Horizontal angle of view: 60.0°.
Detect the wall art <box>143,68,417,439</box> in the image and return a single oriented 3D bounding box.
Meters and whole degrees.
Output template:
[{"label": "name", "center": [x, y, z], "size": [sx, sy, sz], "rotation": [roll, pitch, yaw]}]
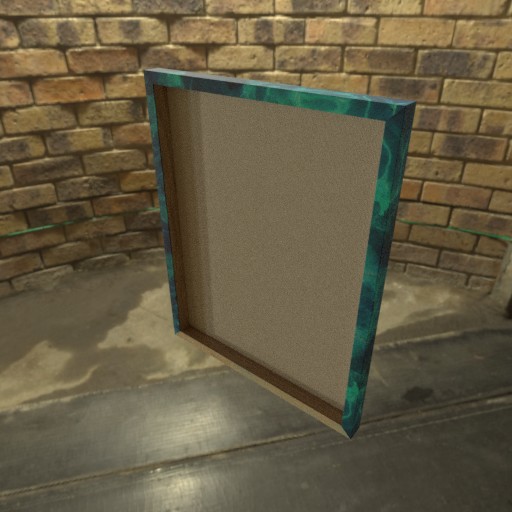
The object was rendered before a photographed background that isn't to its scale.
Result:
[{"label": "wall art", "center": [0.000, 0.000, 0.862], "size": [0.508, 0.635, 0.038], "rotation": [22, 37, 33]}]
